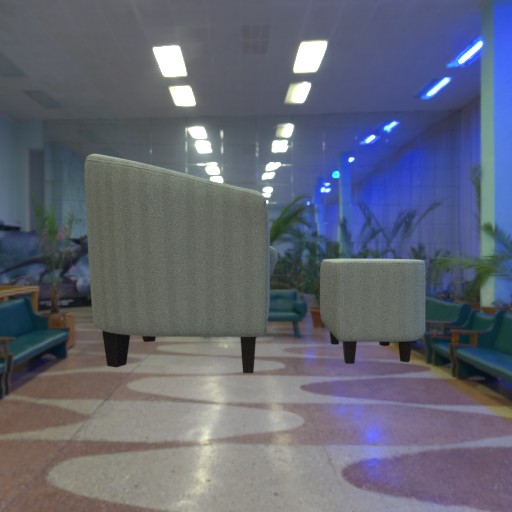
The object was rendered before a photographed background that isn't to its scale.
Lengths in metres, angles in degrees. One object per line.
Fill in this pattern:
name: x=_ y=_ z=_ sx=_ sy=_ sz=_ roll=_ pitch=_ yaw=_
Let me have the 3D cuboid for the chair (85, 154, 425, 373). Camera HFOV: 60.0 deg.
chair: x=0.000 y=0.000 z=1.740 sx=1.288 sy=0.757 sz=0.756 roll=0 pitch=0 yaw=1
